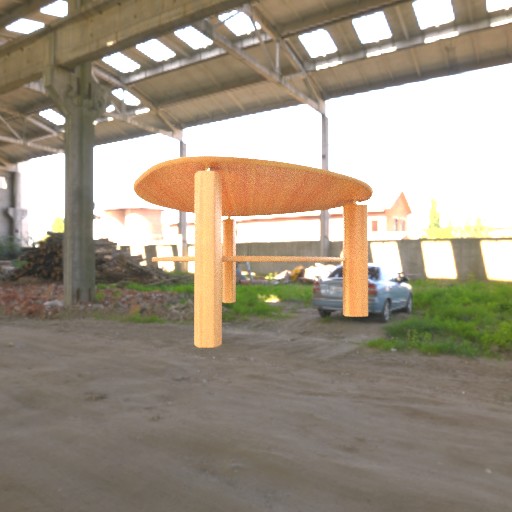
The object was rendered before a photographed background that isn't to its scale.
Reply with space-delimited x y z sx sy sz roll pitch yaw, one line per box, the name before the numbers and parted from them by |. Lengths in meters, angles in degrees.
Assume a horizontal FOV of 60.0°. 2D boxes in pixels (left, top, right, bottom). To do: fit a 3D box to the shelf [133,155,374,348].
shelf | 0.000 0.000 1.627 0.845 0.440 1.246 0 -1 -1
